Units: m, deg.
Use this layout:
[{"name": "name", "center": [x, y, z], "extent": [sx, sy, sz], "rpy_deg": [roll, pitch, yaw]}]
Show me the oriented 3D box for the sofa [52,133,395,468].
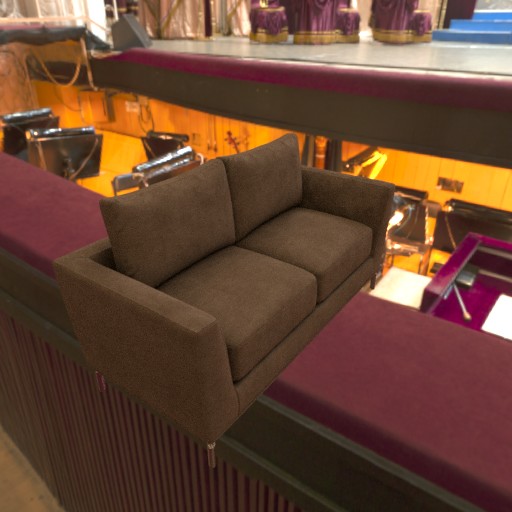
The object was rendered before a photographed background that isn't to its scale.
[{"name": "sofa", "center": [0.000, 0.000, 2.425], "extent": [0.855, 1.013, 1.832], "rpy_deg": [19, 34, 31]}]
